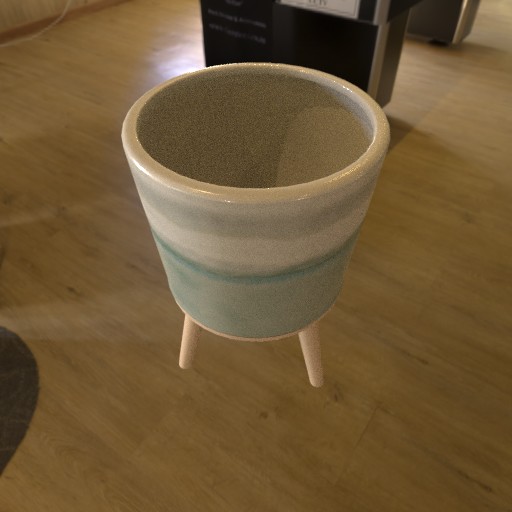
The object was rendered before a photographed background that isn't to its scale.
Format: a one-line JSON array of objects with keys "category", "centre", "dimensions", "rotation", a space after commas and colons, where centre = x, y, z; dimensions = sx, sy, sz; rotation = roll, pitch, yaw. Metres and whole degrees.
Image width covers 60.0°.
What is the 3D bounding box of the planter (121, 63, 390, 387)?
[{"category": "planter", "centre": [0.000, 0.000, 0.588], "dimensions": [0.265, 0.404, 0.265], "rotation": [-30, 53, -26]}]
